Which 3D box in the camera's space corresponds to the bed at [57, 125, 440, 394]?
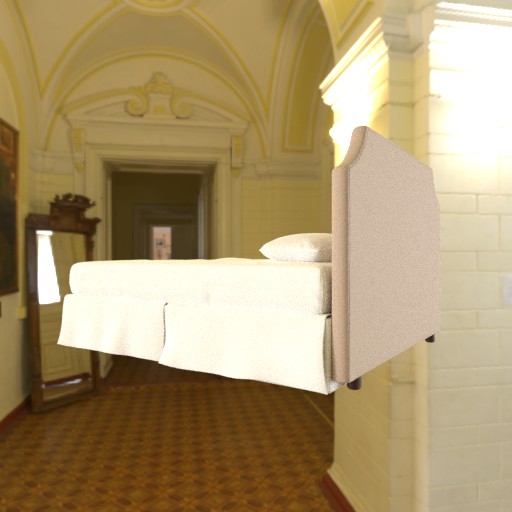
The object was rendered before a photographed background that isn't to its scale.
[{"bbox_3d":[0.000,0.000,4.132,2.773,1.590,2.350,0,0,35],"label":"bed"}]
